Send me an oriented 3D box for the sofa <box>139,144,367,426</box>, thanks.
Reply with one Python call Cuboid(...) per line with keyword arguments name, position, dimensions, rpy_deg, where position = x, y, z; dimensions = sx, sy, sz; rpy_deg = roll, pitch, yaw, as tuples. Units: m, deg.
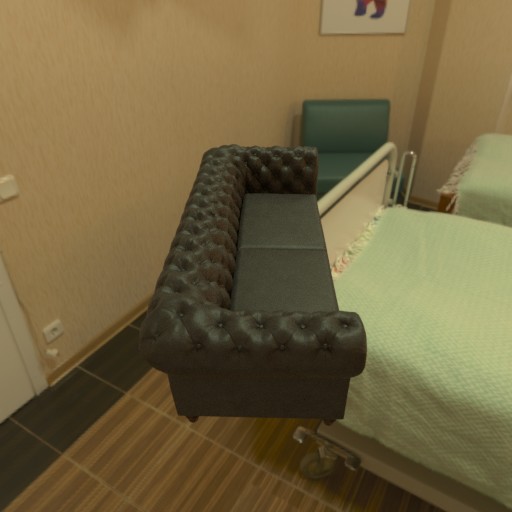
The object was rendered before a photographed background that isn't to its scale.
Cuboid(name="sofa", position=(0.000, 0.000, 2.875), dimensions=(0.944, 0.783, 2.385), rpy_deg=(1, 33, 1))
